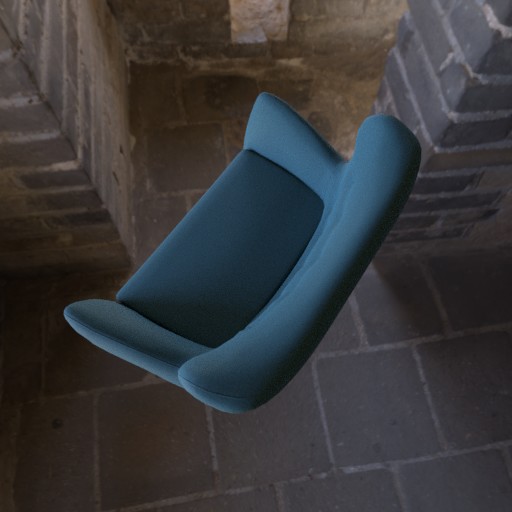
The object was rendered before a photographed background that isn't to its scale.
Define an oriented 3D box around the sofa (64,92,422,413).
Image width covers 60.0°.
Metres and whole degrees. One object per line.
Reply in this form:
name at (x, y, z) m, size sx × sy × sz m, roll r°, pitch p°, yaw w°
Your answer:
sofa at (0.000, 0.000, 1.966) m, size 0.889 × 0.889 × 1.397 m, roll 31°, pitch 68°, yaw 14°
